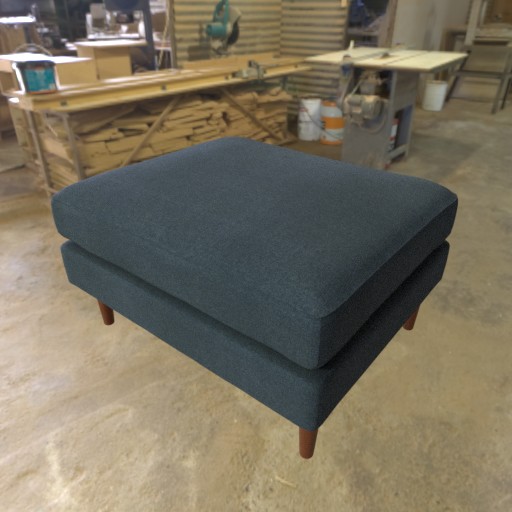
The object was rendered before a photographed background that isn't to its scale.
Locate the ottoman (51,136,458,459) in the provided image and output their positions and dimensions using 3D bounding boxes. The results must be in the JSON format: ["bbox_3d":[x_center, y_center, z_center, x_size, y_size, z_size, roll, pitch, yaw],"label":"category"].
[{"bbox_3d":[0.000,0.000,1.210,0.821,0.474,0.693,22,36,33],"label":"ottoman"}]
